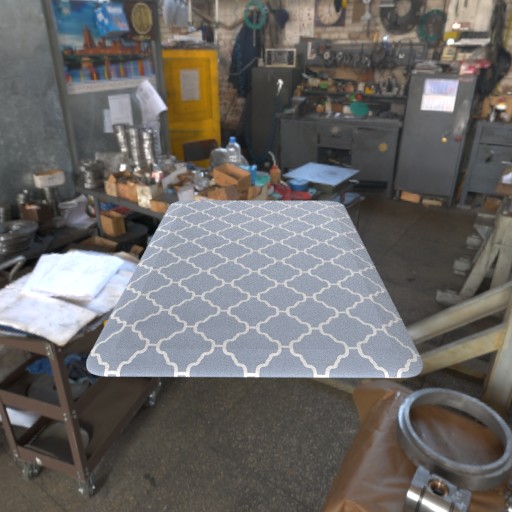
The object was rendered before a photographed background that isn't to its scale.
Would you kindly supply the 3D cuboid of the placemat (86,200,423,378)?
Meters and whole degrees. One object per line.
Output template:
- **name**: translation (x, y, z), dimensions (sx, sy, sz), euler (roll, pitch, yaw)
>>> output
- **placemat**: translation (0.000, 0.000, 0.977), dimensions (0.508, 0.021, 0.762), euler (0, 26, 0)
